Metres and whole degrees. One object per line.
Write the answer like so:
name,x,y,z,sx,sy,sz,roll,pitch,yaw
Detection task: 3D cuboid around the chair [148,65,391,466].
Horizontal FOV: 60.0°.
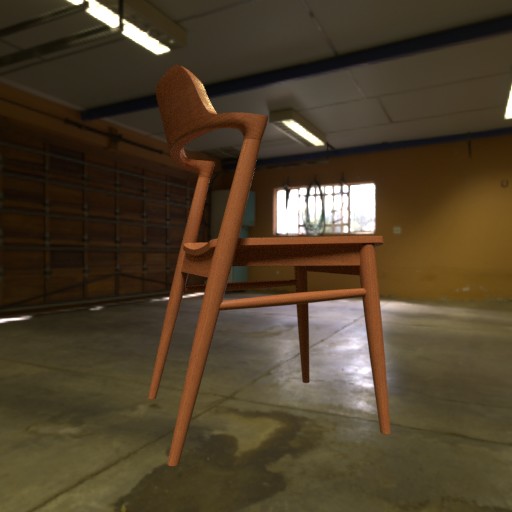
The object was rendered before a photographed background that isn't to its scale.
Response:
chair,0.000,0.000,1.126,0.499,0.801,0.496,0,0,-19
